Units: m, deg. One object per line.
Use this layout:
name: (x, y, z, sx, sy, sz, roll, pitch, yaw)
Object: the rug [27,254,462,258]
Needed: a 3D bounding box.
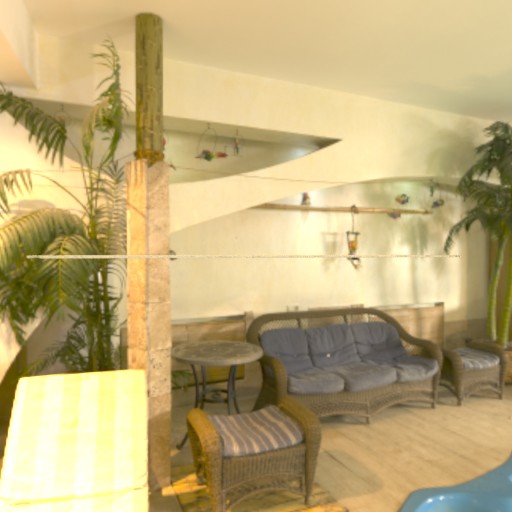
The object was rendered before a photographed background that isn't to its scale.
rug: (0.000, 0.000, 2.879, 2.544, 0.015, 0.795, 0, 0, -17)
